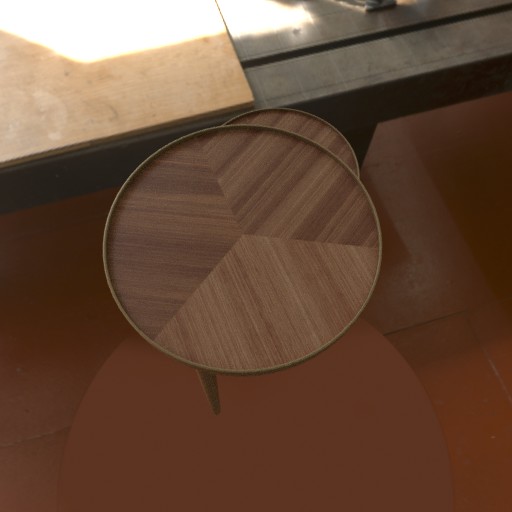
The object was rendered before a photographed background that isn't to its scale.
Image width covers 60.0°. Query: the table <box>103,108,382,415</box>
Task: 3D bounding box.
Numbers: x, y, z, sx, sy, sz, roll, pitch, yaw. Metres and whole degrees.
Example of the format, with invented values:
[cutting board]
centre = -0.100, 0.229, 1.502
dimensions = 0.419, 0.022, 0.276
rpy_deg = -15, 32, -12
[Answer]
[table]
centre = 0.000, 0.000, 1.135
dimensions = 0.532, 0.555, 0.751
rpy_deg = 16, 66, 7
